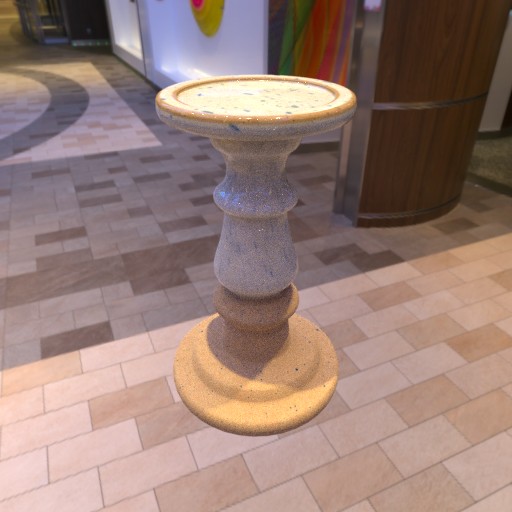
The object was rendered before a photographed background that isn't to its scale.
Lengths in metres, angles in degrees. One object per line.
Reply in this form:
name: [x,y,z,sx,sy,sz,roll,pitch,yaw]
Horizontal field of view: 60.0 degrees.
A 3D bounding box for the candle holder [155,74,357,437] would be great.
candle holder: [0.000,0.000,0.284,0.123,0.202,0.123,0,32,0]
